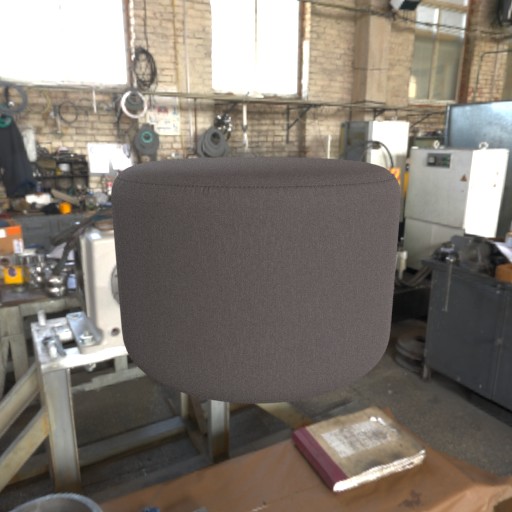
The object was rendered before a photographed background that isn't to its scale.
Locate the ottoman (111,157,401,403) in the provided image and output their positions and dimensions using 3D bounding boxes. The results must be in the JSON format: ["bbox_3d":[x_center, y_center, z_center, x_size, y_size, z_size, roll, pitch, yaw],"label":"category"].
[{"bbox_3d":[0.000,0.000,1.010,0.608,0.433,0.608,0,14,0],"label":"ottoman"}]
